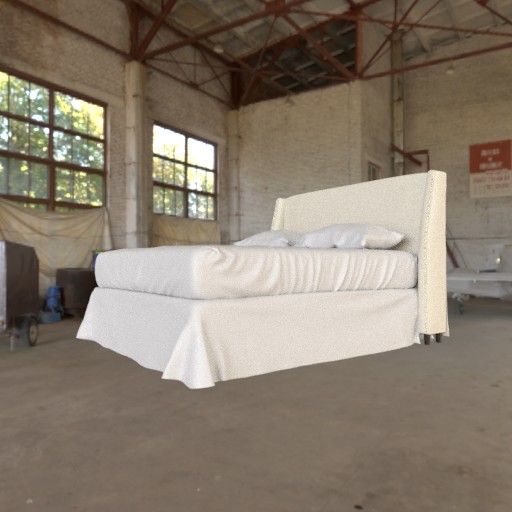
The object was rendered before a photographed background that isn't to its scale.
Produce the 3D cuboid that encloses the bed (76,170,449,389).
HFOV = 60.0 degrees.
[{"bbox_3d":[0.000,0.000,3.483,2.276,1.332,1.925,1,-1,-37],"label":"bed"}]
